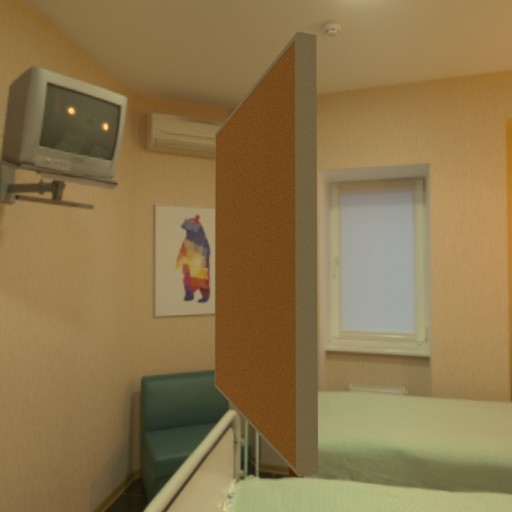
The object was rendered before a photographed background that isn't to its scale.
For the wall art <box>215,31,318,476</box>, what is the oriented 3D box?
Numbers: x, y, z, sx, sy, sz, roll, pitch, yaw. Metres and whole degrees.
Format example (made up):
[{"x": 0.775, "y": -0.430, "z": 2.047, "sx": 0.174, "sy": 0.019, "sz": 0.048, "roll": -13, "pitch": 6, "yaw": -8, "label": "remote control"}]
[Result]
[{"x": 0.000, "y": 0.000, "z": 1.058, "sx": 0.055, "sy": 0.763, "sz": 0.611, "roll": 1, "pitch": -2, "yaw": -19, "label": "wall art"}]
